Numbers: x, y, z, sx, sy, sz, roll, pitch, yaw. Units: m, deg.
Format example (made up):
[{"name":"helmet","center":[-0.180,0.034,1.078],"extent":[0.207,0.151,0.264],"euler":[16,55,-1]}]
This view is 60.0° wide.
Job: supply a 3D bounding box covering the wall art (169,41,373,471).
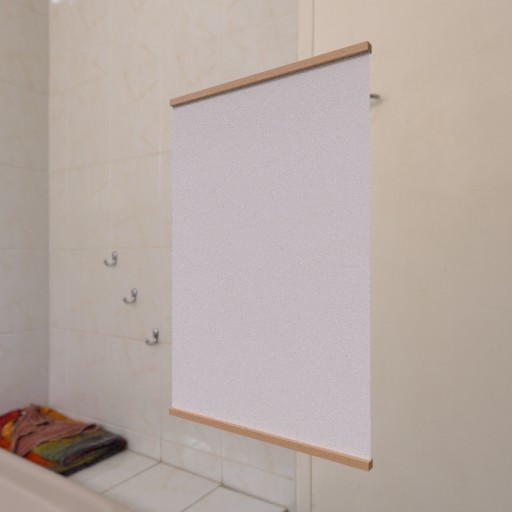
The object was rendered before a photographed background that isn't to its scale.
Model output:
[{"name":"wall art","center":[0.000,0.000,0.627],"extent":[0.335,0.510,0.013],"euler":[0,-1,35]}]
